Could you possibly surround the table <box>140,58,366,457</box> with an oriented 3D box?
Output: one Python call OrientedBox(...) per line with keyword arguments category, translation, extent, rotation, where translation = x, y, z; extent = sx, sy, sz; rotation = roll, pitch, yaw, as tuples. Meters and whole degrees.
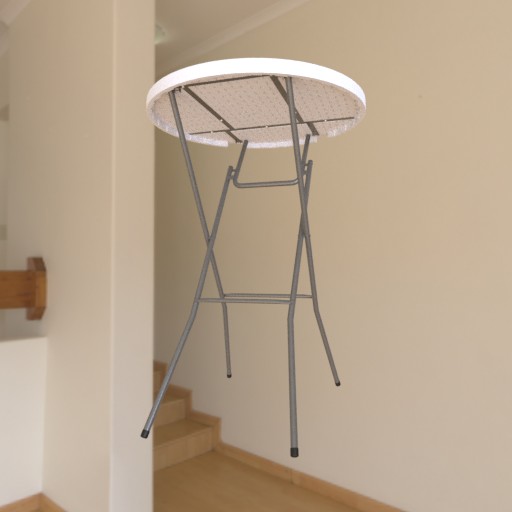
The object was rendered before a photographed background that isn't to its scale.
OrientedBox(category="table", translation=(0.000, 0.000, 1.635), extent=(0.792, 1.105, 0.795), rotation=(-1, -2, 17))
